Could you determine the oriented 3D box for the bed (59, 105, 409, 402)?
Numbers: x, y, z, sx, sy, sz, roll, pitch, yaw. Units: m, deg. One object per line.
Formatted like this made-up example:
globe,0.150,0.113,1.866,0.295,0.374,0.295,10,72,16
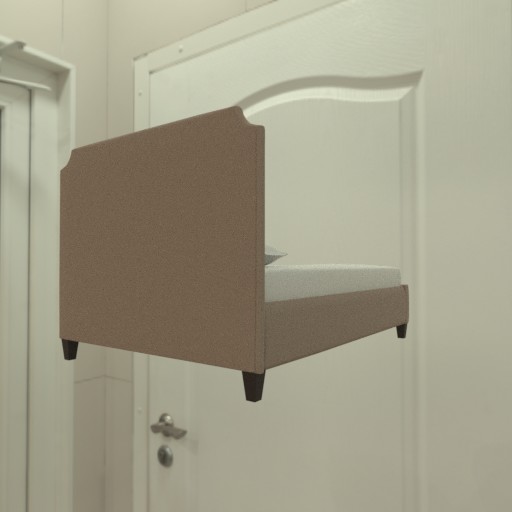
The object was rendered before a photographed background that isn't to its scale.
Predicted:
bed,0.000,0.000,3.506,1.713,1.443,2.372,-1,-1,36
